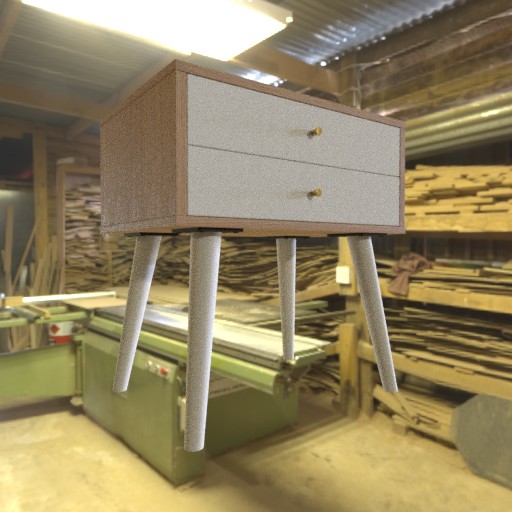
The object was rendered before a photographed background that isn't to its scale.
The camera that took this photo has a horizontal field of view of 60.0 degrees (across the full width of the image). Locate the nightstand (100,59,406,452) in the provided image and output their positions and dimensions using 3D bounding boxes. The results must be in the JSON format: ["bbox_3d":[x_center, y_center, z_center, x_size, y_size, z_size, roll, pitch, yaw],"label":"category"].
[{"bbox_3d":[0.000,0.000,0.998,0.571,0.610,0.407,-1,1,-36],"label":"nightstand"}]
